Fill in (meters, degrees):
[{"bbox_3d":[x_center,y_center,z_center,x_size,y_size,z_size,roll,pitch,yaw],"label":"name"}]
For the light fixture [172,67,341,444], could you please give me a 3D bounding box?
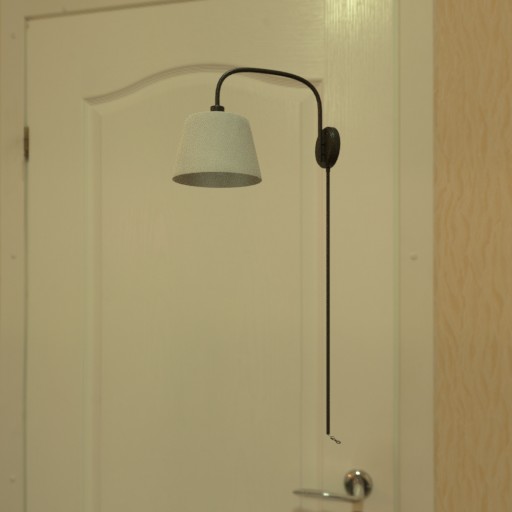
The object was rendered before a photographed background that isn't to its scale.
[{"bbox_3d":[0.000,0.000,0.470,0.176,0.399,0.092,0,0,-18],"label":"light fixture"}]
